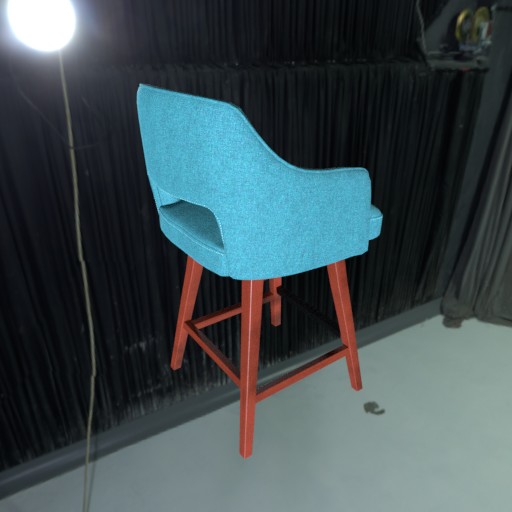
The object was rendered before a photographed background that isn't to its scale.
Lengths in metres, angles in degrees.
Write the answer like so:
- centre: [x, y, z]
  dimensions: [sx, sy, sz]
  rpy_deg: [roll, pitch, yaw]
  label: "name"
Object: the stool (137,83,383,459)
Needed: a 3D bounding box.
- centre: [0.000, 0.000, 1.300]
  dimensions: [0.556, 0.961, 0.548]
  rpy_deg: [-18, 32, -31]
  label: "stool"
